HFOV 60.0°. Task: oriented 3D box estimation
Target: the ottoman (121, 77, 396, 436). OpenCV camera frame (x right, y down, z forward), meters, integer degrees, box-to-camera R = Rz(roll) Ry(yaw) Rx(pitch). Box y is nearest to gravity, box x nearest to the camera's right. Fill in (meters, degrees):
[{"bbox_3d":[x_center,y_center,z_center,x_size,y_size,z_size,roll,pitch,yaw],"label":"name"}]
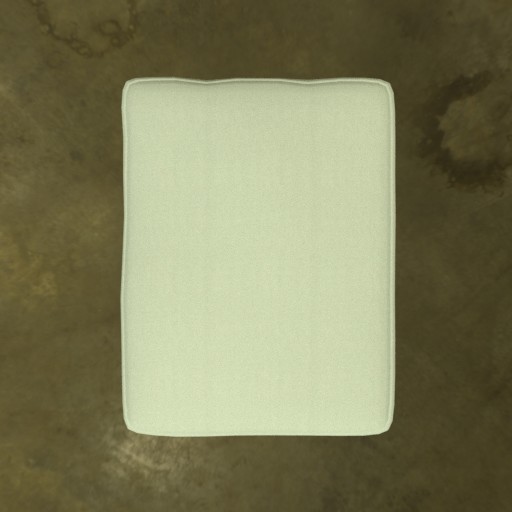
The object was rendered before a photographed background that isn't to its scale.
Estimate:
[{"bbox_3d":[0.000,0.000,1.190,0.634,0.496,0.818,0,90,0],"label":"ottoman"}]
